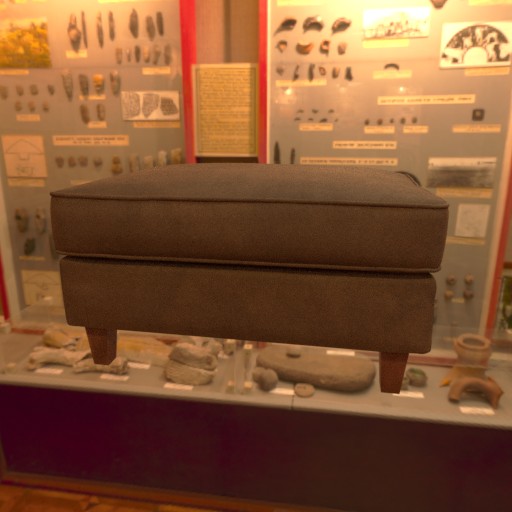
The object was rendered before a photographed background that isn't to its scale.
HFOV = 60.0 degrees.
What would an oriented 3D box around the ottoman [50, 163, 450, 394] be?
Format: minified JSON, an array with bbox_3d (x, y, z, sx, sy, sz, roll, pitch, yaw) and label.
[{"bbox_3d":[0.000,0.000,1.212,0.860,0.481,0.596,3,16,10],"label":"ottoman"}]
